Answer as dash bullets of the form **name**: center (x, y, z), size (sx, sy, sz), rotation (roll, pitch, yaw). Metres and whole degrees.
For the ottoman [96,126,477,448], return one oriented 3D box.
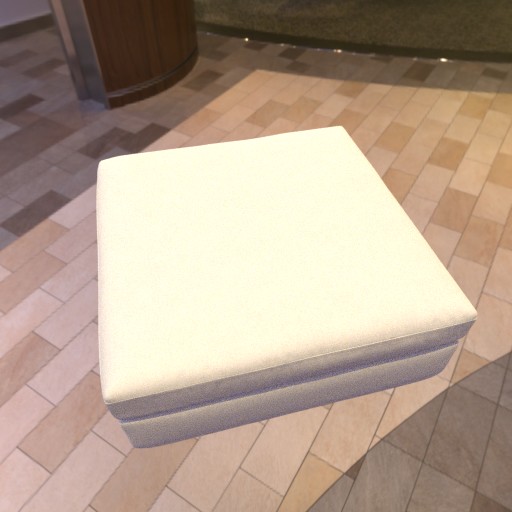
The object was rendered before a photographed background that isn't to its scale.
- **ottoman**: center (0.000, 0.000, 1.759), size (1.163, 0.482, 1.167), rotation (-11, 48, -10)
